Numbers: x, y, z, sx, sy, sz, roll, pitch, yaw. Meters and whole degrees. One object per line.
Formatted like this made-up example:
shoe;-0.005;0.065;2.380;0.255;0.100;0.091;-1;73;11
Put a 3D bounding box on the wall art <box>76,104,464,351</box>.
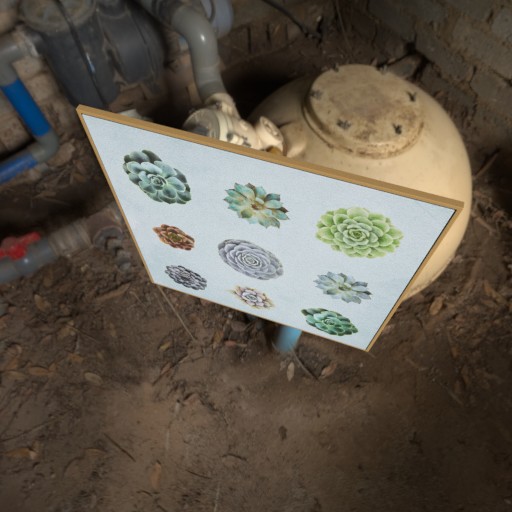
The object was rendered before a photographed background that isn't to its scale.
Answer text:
wall art;0.000;0.000;0.998;0.657;0.655;0.014;16;61;10
